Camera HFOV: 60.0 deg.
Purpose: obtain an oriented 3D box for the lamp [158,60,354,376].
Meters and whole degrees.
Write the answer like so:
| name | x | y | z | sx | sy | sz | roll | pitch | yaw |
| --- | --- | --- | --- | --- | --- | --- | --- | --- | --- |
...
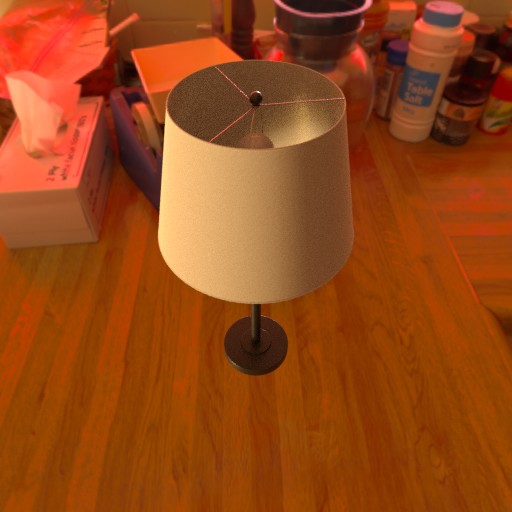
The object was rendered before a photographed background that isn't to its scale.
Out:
| name | x | y | z | sx | sy | sz | roll | pitch | yaw |
| --- | --- | --- | --- | --- | --- | --- | --- | --- | --- |
| lamp | 0.000 | 0.000 | 0.893 | 0.363 | 0.696 | 0.363 | 0 | 47 | 0 |
